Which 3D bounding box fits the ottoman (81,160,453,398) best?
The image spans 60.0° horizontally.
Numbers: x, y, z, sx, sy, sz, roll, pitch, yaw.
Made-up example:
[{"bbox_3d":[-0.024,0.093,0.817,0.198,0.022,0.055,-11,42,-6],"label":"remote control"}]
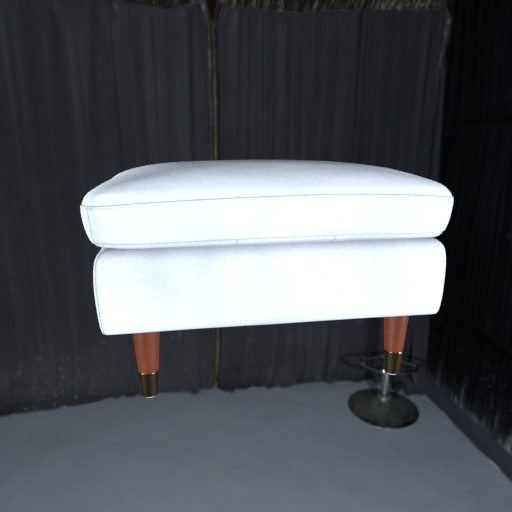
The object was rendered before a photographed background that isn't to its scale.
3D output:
[{"bbox_3d":[0.000,0.000,1.129,0.747,0.478,0.593,-2,14,-10],"label":"ottoman"}]
